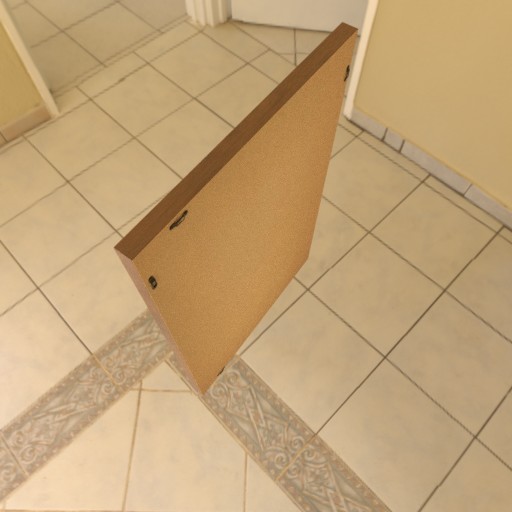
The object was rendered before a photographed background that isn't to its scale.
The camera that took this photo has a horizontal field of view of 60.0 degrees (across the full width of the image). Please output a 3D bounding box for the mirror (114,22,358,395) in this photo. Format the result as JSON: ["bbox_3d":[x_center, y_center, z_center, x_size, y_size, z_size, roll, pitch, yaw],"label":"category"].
[{"bbox_3d":[0.000,0.000,1.120,0.040,0.915,0.609,33,66,16],"label":"mirror"}]
